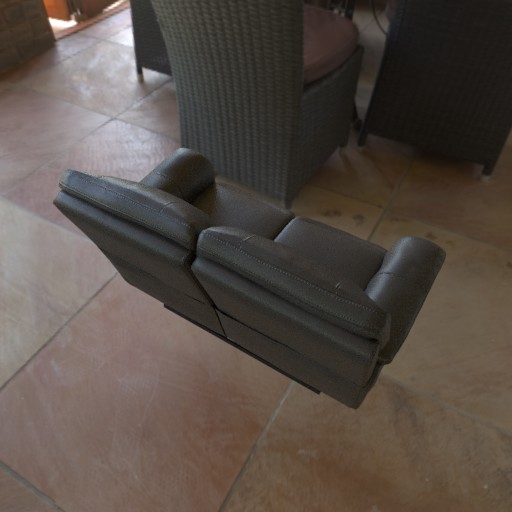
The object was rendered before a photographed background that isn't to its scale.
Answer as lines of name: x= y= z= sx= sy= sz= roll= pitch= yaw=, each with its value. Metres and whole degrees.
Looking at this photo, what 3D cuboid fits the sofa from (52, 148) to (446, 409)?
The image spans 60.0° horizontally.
sofa: x=0.000 y=0.000 z=2.430 sx=1.765 sy=1.111 sz=1.104 roll=25 pitch=52 yaw=21
